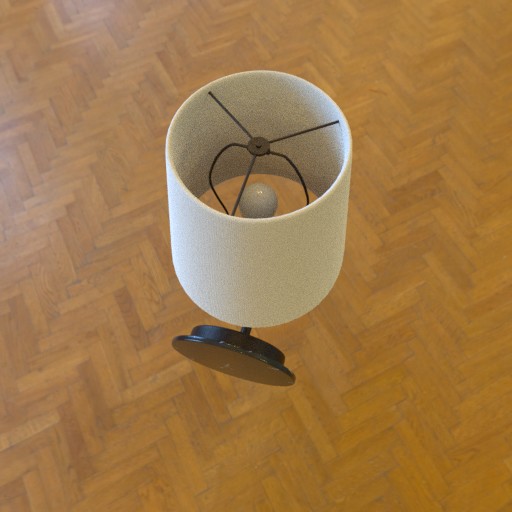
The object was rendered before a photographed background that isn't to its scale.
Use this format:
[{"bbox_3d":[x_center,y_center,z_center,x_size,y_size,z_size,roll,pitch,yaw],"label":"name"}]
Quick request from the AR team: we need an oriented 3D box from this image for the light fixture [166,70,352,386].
[{"bbox_3d":[0.000,0.000,0.448,0.168,0.337,0.188,15,65,7],"label":"light fixture"}]
